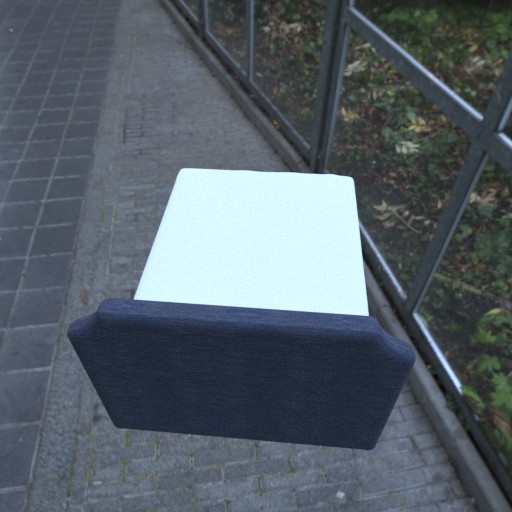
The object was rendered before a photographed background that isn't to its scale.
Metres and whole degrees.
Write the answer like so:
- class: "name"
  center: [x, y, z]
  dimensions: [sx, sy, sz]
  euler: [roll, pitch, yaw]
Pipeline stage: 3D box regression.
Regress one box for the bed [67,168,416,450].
- class: "bed"
  center: [0.000, 0.000, 3.146]
  dimensions: [1.693, 1.290, 2.116]
  euler: [4, 46, 3]
